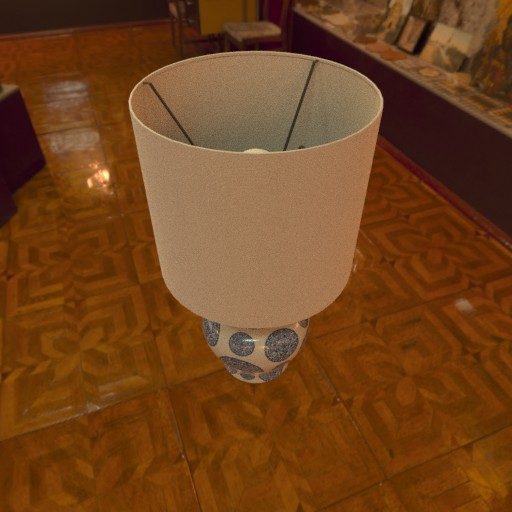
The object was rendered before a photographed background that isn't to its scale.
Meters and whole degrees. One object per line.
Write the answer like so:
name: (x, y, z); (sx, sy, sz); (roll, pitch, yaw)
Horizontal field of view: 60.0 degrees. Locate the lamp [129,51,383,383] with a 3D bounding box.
lamp: (0.000, 0.000, 0.509); (0.215, 0.381, 0.215); (-13, 44, -14)
